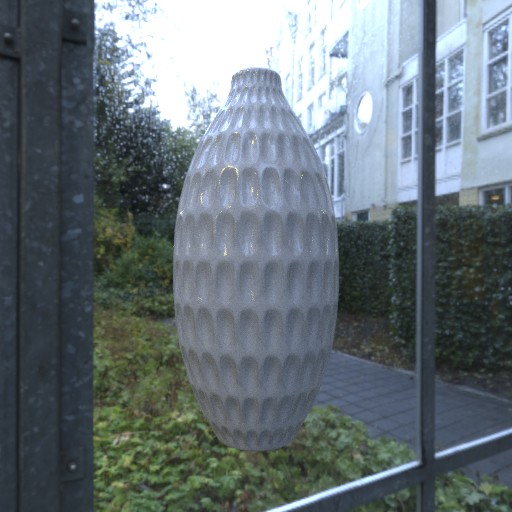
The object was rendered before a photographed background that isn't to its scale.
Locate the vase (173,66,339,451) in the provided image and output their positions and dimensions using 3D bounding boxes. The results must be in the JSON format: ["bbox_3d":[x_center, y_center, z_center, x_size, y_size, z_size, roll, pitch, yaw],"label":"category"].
[{"bbox_3d":[0.000,0.000,0.347,0.127,0.282,0.127,0,1,0],"label":"vase"}]
